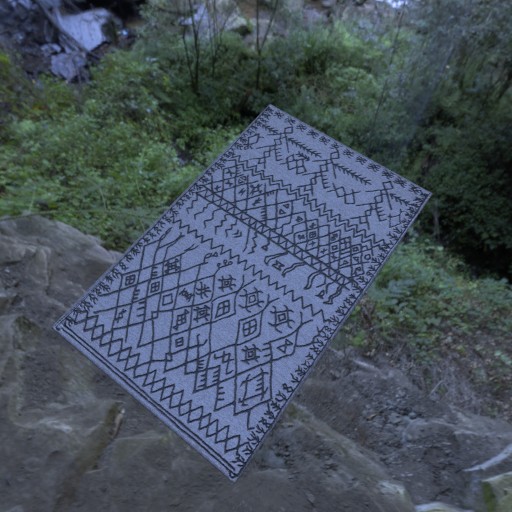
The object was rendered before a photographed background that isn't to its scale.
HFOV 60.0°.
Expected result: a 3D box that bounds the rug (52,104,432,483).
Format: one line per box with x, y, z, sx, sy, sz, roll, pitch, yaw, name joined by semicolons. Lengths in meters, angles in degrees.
0.000;0.000;3.136;1.526;0.012;2.444;34;69;15;rug
